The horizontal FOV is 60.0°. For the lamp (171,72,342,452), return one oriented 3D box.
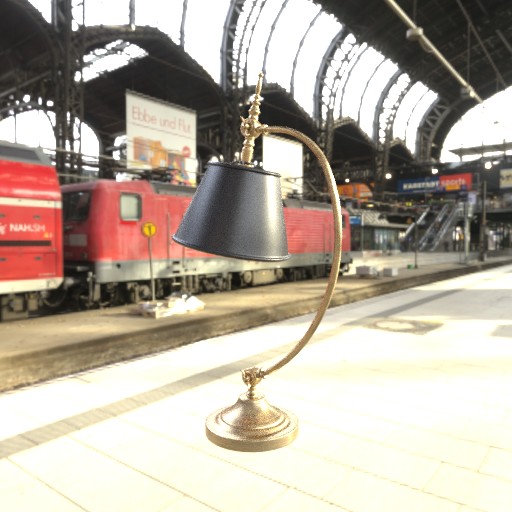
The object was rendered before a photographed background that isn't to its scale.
[{"bbox_3d":[0.000,0.000,0.833,0.344,0.675,0.235,1,3,36],"label":"lamp"}]
